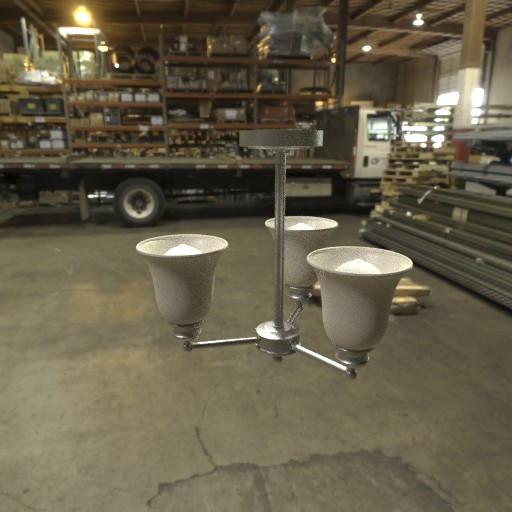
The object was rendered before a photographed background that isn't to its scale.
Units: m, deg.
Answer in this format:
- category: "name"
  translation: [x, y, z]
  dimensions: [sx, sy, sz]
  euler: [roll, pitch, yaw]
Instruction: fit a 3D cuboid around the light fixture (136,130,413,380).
- category: "light fixture"
  translation: [0.000, 0.000, 0.680]
  dimensions: [0.354, 0.370, 0.388]
  euler: [-3, 15, -11]
